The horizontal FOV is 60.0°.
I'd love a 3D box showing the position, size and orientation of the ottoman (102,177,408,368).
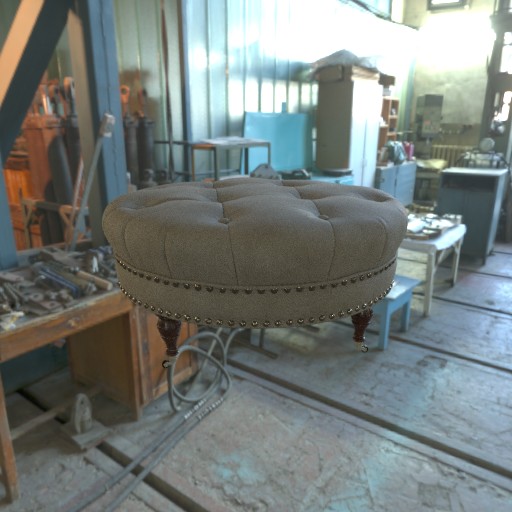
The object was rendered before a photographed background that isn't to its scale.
[{"bbox_3d":[0.000,0.000,1.410,0.901,0.439,0.901,0,17,0],"label":"ottoman"}]
